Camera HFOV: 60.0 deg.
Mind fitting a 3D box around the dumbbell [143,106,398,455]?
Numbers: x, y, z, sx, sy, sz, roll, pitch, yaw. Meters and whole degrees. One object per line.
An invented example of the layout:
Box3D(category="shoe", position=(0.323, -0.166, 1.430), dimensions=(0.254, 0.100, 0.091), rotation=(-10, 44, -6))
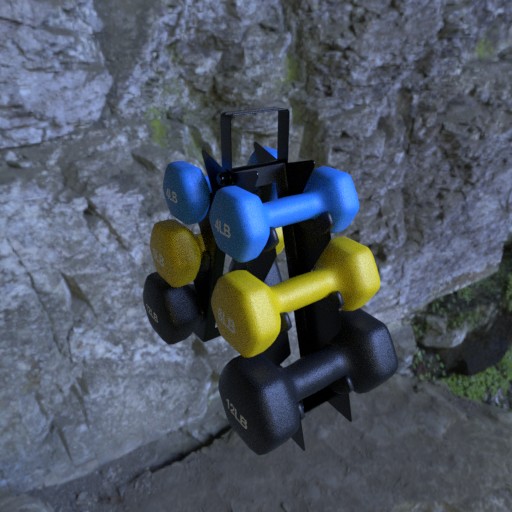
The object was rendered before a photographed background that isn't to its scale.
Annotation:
Box3D(category="dumbbell", position=(0.000, 0.000, 0.674), dimensions=(0.255, 0.426, 0.409), rotation=(-17, 31, -30))
